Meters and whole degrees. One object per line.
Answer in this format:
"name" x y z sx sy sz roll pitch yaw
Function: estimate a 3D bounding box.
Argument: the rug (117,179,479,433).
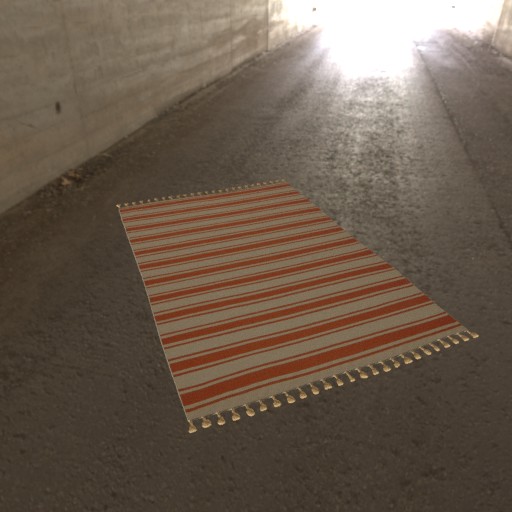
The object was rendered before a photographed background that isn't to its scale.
"rug" 0.000 0.000 3.014 1.556 0.022 2.433 -12 33 -19
